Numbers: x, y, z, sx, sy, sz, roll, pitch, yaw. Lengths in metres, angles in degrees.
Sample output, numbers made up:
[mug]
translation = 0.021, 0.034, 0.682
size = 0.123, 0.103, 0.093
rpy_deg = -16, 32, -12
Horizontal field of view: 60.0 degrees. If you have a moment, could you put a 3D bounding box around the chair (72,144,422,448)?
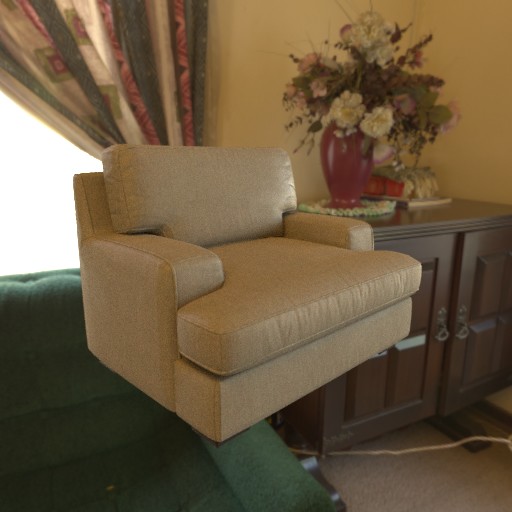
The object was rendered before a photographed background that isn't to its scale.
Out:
[chair]
translation = 0.000, 0.000, 1.992
size = 1.270, 0.974, 1.043
rpy_deg = -12, 18, -43
